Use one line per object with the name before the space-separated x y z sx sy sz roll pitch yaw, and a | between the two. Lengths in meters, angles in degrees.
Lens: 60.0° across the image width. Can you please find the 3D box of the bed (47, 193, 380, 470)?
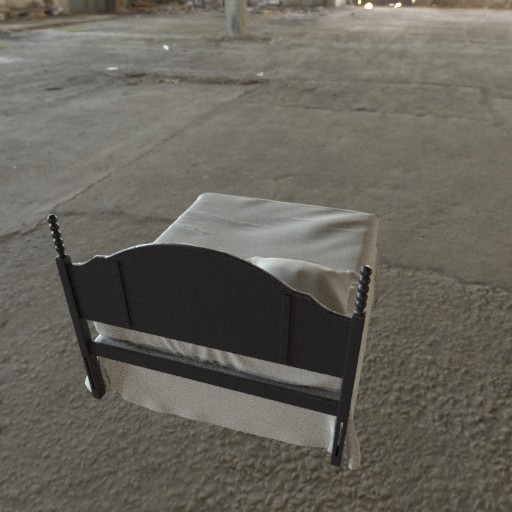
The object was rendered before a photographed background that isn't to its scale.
bed | 0.000 0.000 3.230 1.873 1.356 2.040 10 33 15
